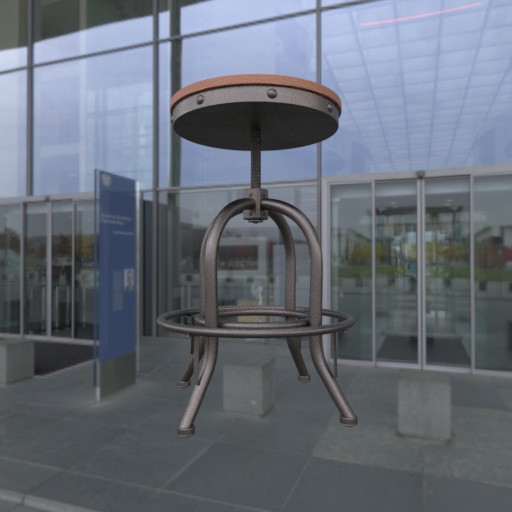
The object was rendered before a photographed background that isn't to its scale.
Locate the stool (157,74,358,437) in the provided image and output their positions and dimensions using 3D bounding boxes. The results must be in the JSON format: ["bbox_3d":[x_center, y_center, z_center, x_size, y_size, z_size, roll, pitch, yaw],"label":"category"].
[{"bbox_3d":[0.000,0.000,0.915,0.439,0.609,0.439,0,-1,35],"label":"stool"}]
